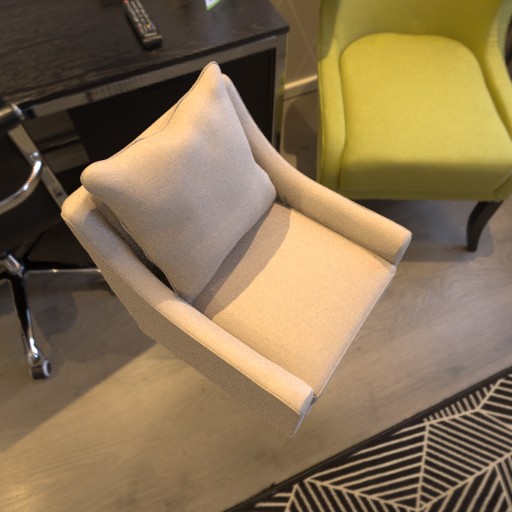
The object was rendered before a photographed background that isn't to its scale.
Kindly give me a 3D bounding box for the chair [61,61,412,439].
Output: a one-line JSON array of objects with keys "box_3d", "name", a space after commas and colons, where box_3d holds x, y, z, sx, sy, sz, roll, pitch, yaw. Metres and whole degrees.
[{"box_3d": [0.000, 0.000, 1.576, 0.876, 0.942, 0.760, 31, 65, 17], "name": "chair"}]
